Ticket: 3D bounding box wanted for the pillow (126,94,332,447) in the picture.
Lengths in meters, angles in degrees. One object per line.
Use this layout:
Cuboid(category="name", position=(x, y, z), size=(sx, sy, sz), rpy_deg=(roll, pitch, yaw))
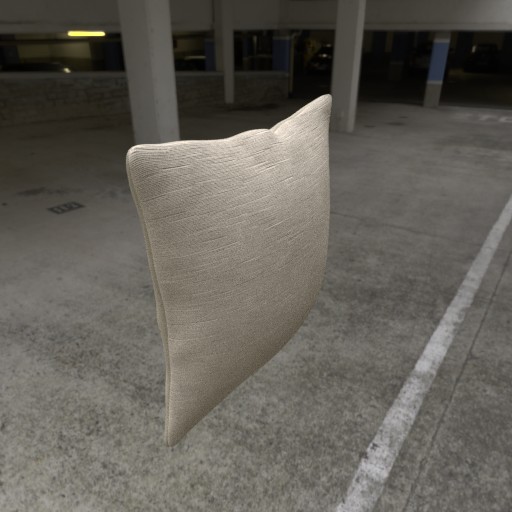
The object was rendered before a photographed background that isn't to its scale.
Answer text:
Cuboid(category="pillow", position=(0.000, 0.000, 0.673), size=(0.162, 0.420, 0.437), rpy_deg=(17, 32, 30))
